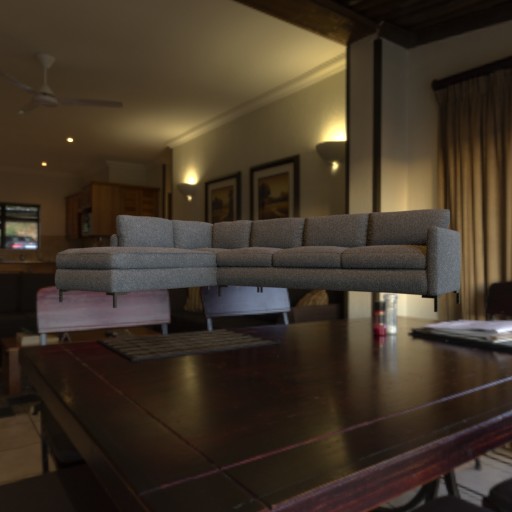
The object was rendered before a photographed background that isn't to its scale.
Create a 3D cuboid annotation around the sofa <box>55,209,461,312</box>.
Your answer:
[{"bbox_3d":[0.000,0.000,3.834,2.949,0.815,2.007,0,0,36],"label":"sofa"}]
